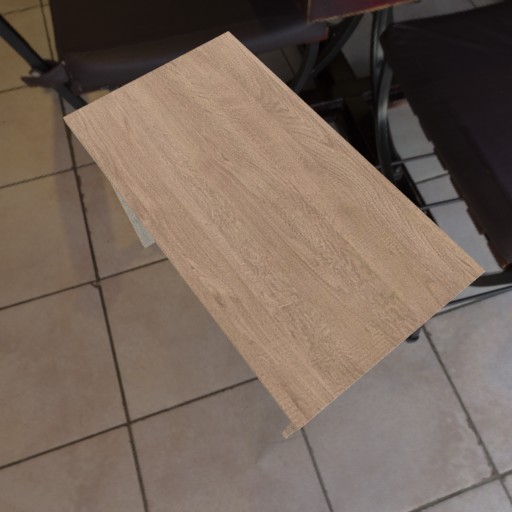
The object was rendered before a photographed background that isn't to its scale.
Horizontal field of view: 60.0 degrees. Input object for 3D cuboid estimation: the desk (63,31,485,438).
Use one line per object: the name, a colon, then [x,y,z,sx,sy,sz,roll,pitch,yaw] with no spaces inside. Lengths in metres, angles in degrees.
desk: [0.000,0.000,1.319,0.498,0.724,0.893,-35,70,-15]
